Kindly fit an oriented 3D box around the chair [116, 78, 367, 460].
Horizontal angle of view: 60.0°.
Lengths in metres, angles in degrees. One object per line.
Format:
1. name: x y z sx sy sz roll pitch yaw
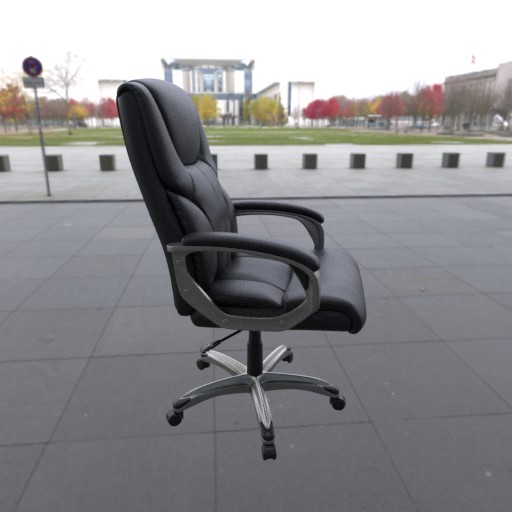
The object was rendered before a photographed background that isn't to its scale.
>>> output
1. chair: 0.000 0.000 1.541 0.739 1.155 0.663 3 17 9
